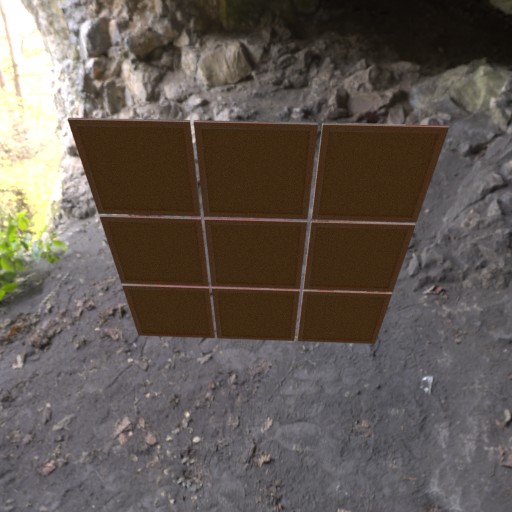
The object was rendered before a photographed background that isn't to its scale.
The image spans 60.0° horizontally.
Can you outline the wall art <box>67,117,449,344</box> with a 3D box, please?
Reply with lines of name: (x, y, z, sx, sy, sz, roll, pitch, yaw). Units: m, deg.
wall art: (0.000, 0.000, 2.308, 1.521, 1.519, 0.013, 2, 45, 2)
